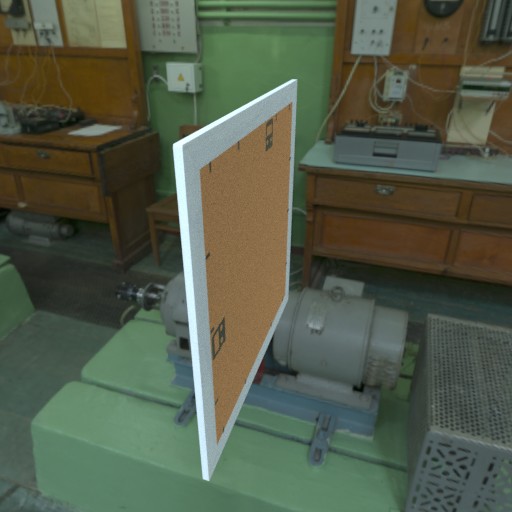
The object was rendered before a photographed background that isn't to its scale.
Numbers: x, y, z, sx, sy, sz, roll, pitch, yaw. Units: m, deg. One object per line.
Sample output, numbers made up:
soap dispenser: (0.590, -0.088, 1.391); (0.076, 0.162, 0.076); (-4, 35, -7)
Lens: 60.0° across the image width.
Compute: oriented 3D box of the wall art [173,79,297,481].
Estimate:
wall art: (0.000, 0.000, 0.874); (0.013, 0.584, 0.584); (8, 30, 15)
